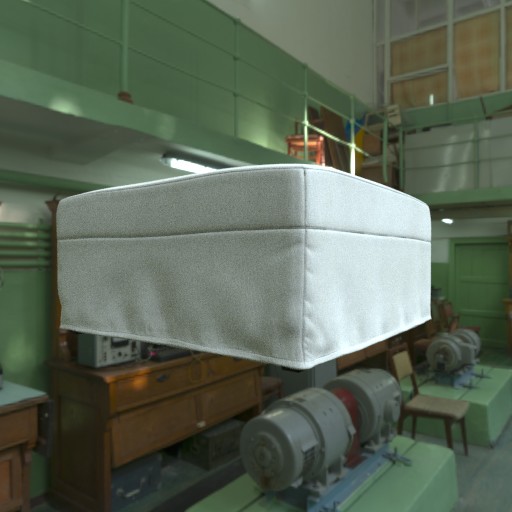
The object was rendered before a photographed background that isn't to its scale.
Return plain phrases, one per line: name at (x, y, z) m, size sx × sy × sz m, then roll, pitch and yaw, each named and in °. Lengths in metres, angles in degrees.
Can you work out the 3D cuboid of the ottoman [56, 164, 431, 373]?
ottoman at (0.000, 0.000, 1.352) m, size 0.842 × 0.441 × 0.843 m, roll 0°, pitch -1°, yaw 36°
